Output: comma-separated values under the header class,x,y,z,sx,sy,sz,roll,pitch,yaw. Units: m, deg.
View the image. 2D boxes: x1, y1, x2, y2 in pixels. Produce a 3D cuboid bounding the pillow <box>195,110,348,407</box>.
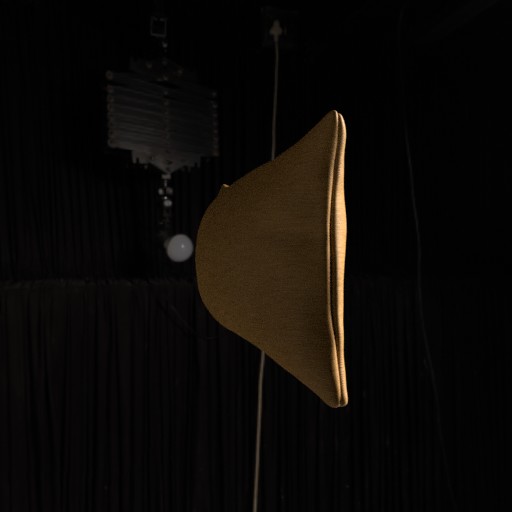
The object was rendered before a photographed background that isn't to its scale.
class,x,y,z,sx,sy,sz,roll,pitch,yaw
pillow,0.000,0.000,0.812,0.210,0.354,0.634,0,0,-17
